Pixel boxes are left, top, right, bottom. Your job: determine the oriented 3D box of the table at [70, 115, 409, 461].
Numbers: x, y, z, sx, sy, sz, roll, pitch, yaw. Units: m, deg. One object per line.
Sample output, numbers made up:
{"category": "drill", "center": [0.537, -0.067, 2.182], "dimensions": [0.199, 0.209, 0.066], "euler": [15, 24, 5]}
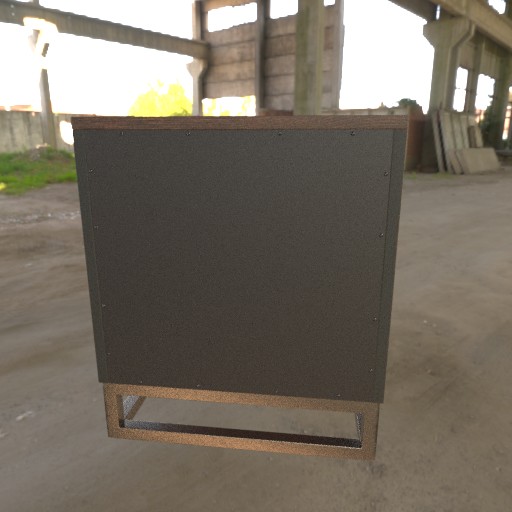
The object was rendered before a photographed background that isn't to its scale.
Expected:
{"category": "table", "center": [0.000, 0.000, 0.999], "dimensions": [0.506, 0.582, 0.566], "euler": [2, 16, 7]}
